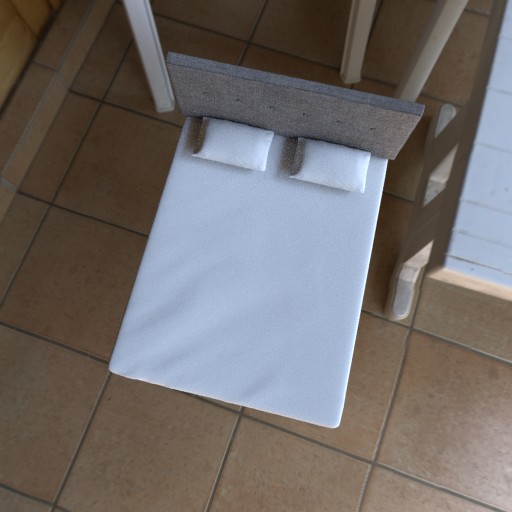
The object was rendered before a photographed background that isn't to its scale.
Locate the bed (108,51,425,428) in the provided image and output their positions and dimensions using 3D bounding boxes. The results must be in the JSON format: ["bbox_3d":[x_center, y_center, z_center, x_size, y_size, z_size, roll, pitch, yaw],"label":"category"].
[{"bbox_3d":[0.000,0.000,2.977,1.621,1.168,1.958,13,76,3],"label":"bed"}]
